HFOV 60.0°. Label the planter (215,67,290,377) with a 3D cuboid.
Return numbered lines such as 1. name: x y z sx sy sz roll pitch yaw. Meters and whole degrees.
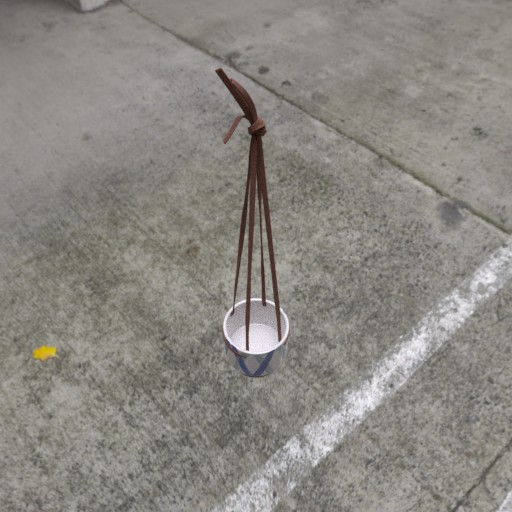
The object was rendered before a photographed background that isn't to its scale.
1. planter: 0.000 0.000 0.841 0.157 0.753 0.153 -32 56 -25
